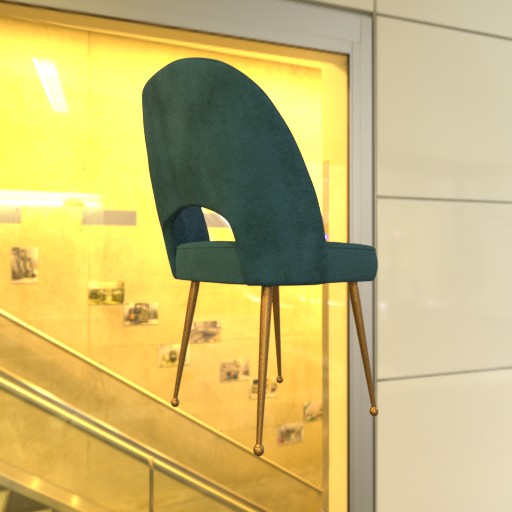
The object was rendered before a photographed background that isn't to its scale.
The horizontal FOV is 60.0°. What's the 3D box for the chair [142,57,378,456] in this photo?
[{"bbox_3d":[0.000,0.000,1.199,0.577,0.860,0.527,0,0,-37],"label":"chair"}]
